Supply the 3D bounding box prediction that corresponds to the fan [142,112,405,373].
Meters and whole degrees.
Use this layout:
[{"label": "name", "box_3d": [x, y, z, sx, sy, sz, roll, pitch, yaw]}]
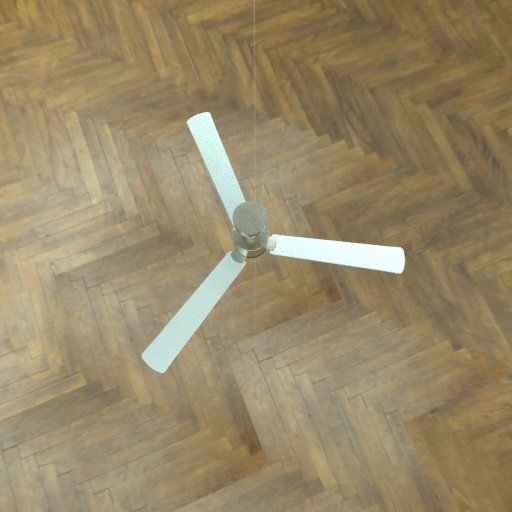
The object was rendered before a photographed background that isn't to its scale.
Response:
[{"label": "fan", "box_3d": [0.000, 0.000, 2.363, 1.561, 0.446, 1.531, 24, 77, 6]}]
